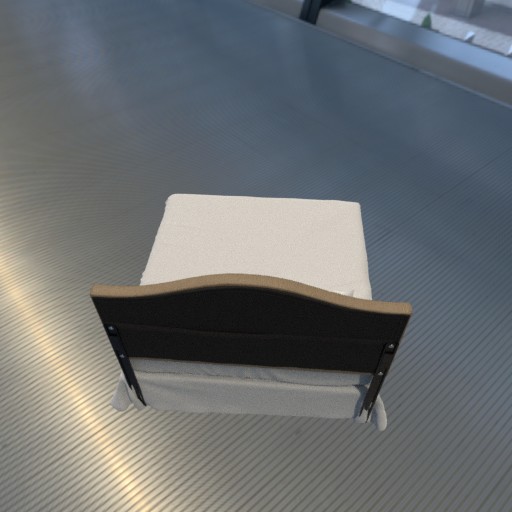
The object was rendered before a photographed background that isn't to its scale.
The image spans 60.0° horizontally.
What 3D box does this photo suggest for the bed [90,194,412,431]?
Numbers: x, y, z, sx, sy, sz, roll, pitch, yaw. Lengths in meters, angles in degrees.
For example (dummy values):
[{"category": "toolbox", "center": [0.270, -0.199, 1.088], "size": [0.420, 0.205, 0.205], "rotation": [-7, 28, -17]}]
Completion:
[{"category": "bed", "center": [0.000, 0.000, 3.844], "size": [2.311, 1.651, 2.222], "rotation": [3, 46, 3]}]
